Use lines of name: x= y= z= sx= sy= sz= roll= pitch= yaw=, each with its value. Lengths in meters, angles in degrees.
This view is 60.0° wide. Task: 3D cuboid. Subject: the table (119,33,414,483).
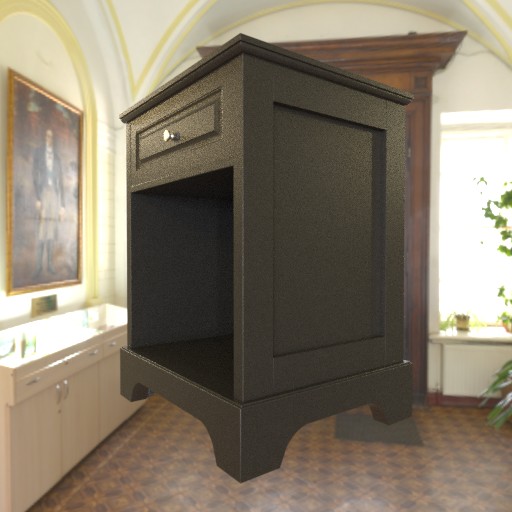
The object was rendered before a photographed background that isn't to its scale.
table: x=0.000 y=0.000 z=0.902 sx=0.399 sy=0.610 sz=0.460 roll=-1 pitch=1 yaw=-37
